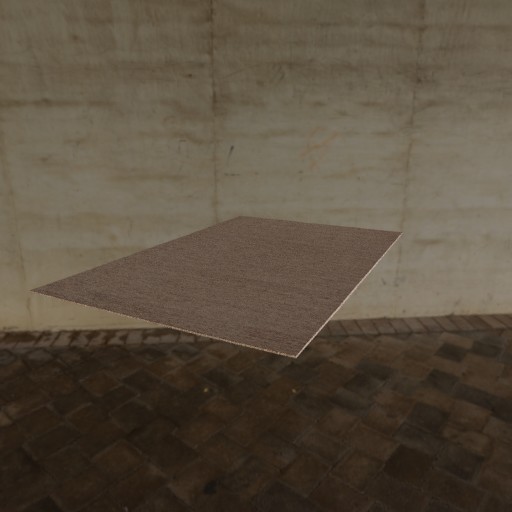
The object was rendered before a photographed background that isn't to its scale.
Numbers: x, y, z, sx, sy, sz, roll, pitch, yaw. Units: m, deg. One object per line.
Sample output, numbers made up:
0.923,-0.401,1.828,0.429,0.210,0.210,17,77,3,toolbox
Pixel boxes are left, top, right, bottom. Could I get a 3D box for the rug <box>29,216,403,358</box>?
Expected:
0.000,0.000,2.403,1.225,0.013,1.840,8,18,26,rug
